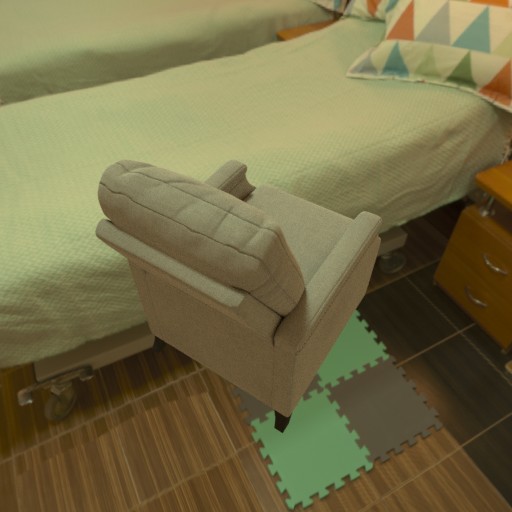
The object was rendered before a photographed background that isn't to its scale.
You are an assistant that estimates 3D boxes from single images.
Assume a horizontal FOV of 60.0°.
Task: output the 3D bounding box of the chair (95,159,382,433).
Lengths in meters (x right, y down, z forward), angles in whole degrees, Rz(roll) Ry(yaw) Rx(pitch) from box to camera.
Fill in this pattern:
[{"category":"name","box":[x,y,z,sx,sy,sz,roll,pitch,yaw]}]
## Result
[{"category":"chair","box":[0.000,0.000,1.678,0.710,1.049,0.922,26,52,22]}]
